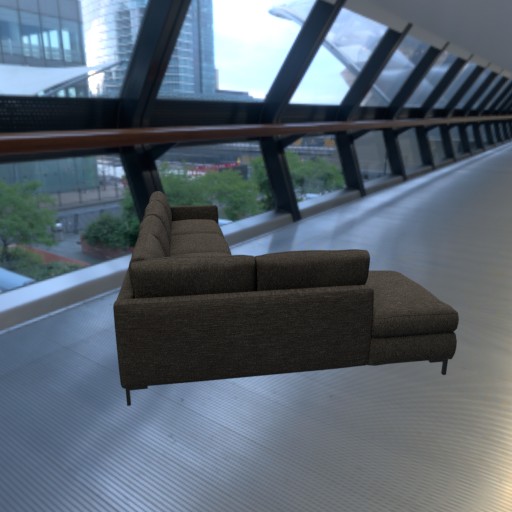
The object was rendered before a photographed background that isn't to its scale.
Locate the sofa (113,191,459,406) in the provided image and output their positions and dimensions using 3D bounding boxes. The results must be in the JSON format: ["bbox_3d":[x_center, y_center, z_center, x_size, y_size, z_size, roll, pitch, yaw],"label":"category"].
[{"bbox_3d":[0.000,0.000,3.865,2.007,0.815,2.949,-3,17,-9],"label":"sofa"}]
